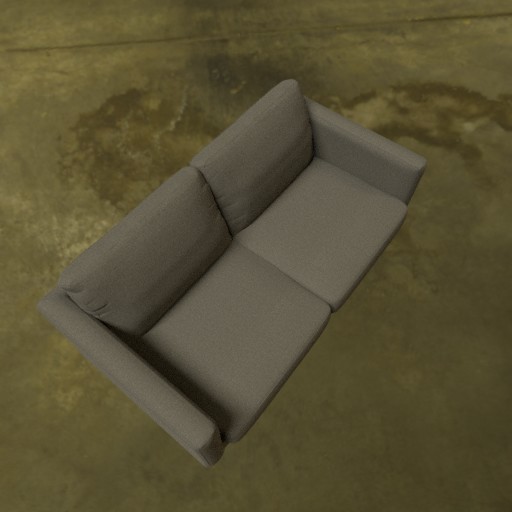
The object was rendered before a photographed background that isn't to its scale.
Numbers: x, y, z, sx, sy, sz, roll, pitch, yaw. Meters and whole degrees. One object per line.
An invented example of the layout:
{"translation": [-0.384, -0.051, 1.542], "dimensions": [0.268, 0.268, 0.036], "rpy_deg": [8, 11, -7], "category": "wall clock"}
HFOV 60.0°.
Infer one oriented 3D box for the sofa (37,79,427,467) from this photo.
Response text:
{"translation": [0.000, 0.000, 2.176], "dimensions": [0.940, 0.866, 1.713], "rpy_deg": [34, 65, 18], "category": "sofa"}
